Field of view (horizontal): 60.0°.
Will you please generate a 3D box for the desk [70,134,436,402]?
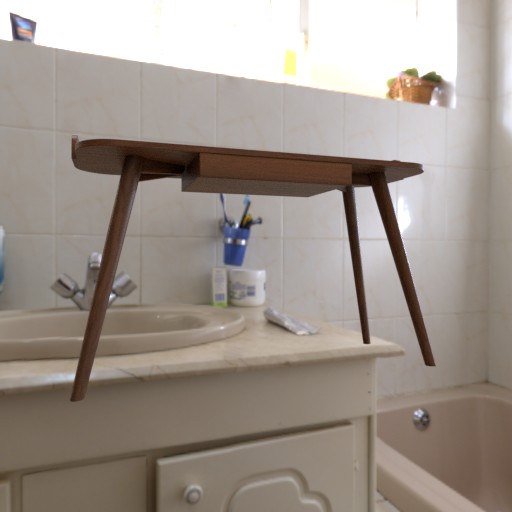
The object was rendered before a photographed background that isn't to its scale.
[{"bbox_3d":[0.000,0.000,1.636,1.256,0.800,0.486,0,0,-19],"label":"desk"}]
